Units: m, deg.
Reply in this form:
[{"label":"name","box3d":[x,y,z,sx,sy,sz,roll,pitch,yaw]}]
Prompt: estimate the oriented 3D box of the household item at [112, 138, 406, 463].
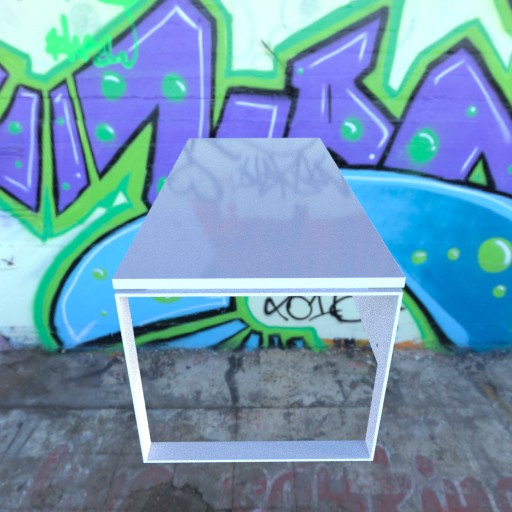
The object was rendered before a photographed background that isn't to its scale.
[{"label":"household item","box3d":[0.000,0.000,2.132,0.800,0.745,1.700,0,27,-1]}]
